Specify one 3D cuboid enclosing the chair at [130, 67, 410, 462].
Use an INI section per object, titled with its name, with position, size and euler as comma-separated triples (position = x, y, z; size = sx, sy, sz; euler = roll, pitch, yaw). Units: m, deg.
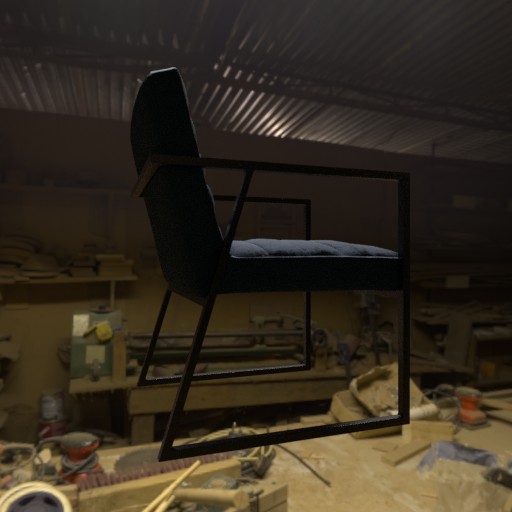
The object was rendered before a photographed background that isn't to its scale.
[chair]
position = 0.000, 0.000, 1.265
size = 0.677, 0.833, 0.571
euler = 0, 0, -19
